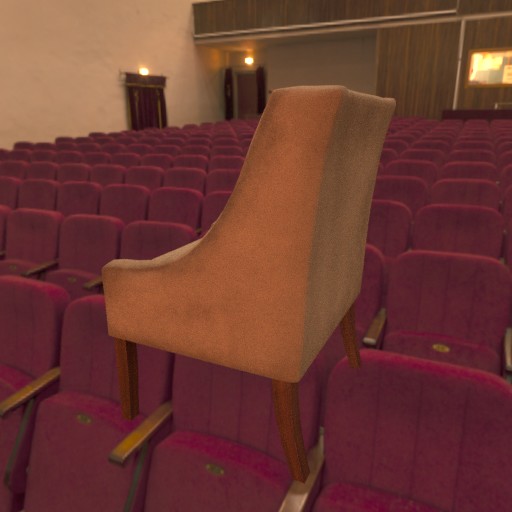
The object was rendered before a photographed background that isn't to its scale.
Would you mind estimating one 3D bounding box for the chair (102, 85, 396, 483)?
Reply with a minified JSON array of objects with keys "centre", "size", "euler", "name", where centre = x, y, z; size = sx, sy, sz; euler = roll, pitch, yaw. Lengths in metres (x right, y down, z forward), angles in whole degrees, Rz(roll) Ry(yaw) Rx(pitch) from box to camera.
[{"centre":[0.000,0.000,1.297],"size":[0.629,0.895,0.629],"euler":[8,19,24],"name":"chair"}]
